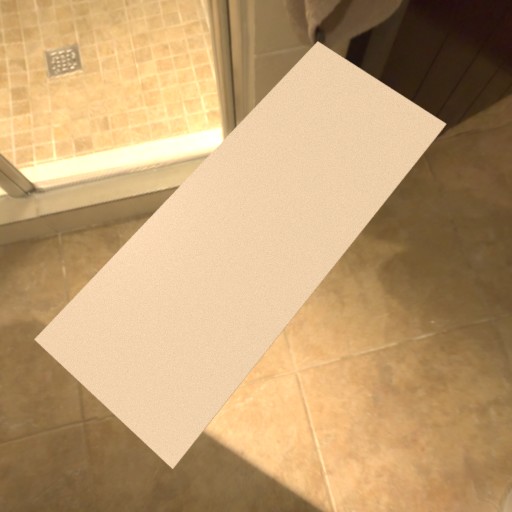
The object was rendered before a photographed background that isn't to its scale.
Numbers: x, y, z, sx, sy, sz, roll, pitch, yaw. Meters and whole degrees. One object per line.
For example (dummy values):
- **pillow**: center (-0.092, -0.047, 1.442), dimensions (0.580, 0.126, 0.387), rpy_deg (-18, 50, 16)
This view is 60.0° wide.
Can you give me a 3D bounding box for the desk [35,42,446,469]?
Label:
- **desk**: center (0.000, 0.000, 1.917), dimensions (0.603, 0.773, 1.530), rpy_deg (38, 77, 11)
